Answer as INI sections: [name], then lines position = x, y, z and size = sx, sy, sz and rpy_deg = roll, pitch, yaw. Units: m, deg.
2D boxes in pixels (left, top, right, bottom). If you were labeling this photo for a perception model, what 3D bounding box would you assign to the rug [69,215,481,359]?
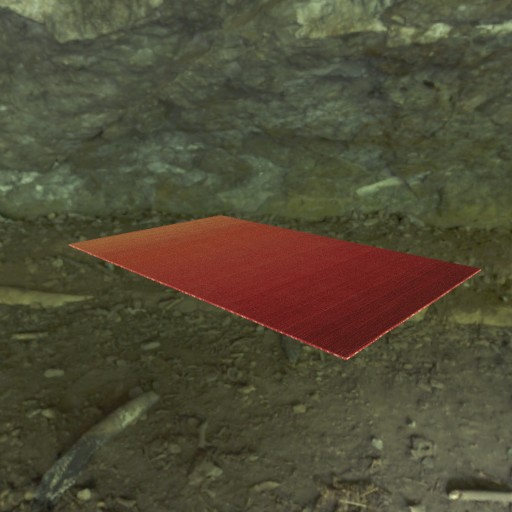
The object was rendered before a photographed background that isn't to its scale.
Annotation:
[rug]
position = 0.000, 0.000, 3.050
size = 2.442, 0.010, 1.531
rpy_deg = 15, 22, 42
